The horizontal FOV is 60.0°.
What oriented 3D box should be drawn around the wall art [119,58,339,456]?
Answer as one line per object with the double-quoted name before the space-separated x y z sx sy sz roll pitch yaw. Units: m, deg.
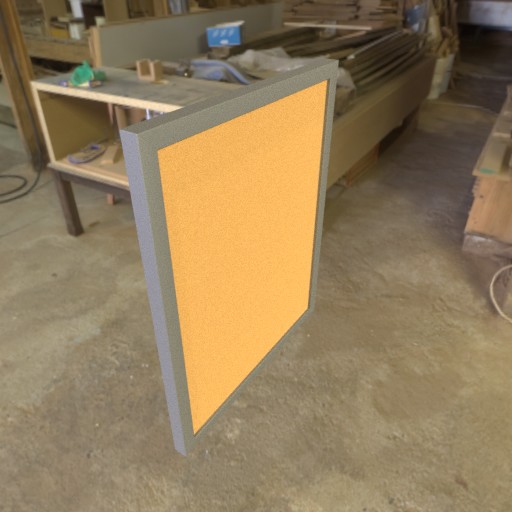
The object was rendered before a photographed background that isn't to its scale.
"wall art" 0.000 0.000 0.758 0.029 0.558 0.458 21 39 28
